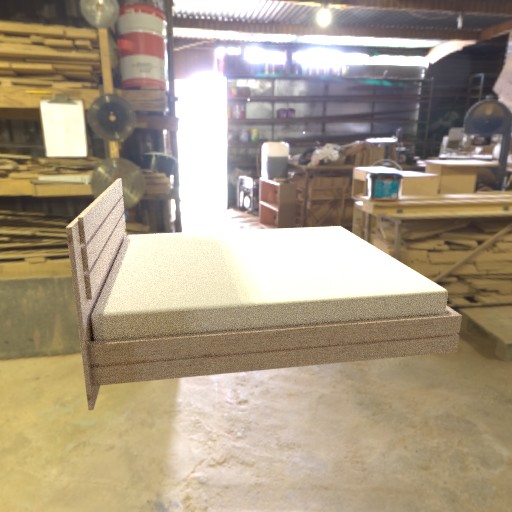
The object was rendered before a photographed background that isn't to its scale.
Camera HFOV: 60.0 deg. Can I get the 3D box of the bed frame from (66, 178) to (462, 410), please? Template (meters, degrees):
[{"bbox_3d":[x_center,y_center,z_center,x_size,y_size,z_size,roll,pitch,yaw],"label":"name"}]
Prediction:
[{"bbox_3d":[0.000,0.000,3.216,2.080,0.970,1.950,-3,17,-10],"label":"bed frame"}]
